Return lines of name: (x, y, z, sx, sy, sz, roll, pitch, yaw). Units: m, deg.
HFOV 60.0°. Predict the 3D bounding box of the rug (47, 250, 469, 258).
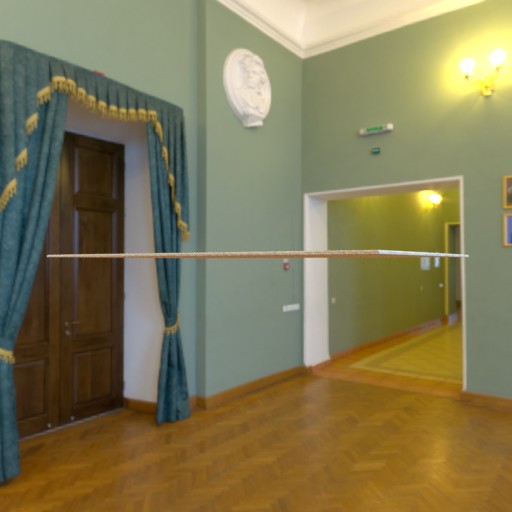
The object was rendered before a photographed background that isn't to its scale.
rug: (0.000, 0.000, 2.754, 2.144, 0.013, 1.509, 0, -1, 36)
